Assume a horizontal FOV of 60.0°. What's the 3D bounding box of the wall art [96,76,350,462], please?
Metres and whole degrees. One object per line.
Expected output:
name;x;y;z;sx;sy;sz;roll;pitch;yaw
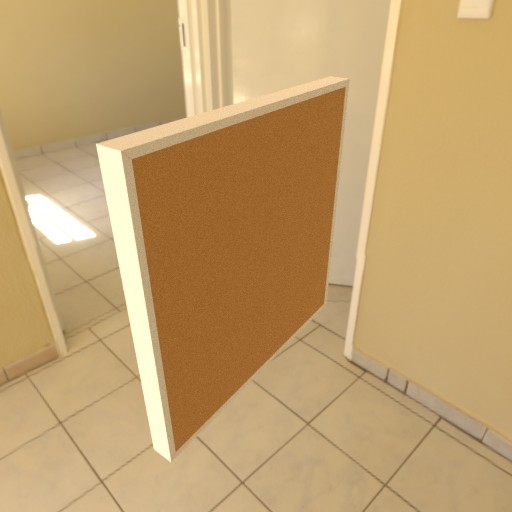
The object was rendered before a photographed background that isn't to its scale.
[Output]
wall art;0.000;0.000;0.455;0.024;0.304;0.304;21;37;31
